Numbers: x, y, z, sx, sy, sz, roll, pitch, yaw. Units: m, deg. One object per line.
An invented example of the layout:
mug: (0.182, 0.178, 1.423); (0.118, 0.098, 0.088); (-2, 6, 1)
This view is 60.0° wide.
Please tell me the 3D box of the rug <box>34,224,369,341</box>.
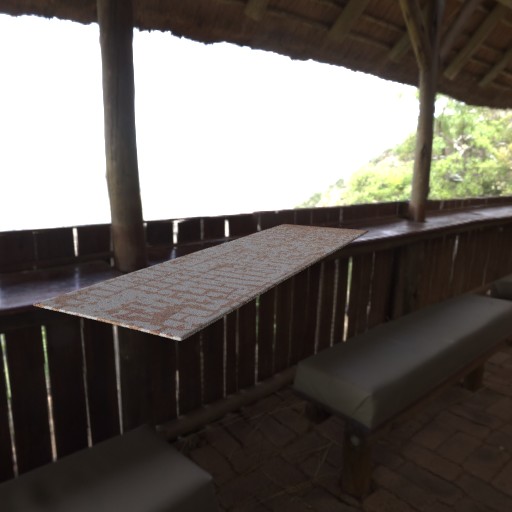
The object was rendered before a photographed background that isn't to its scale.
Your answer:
rug: (0.000, 0.000, 2.673); (0.750, 0.011, 2.435); (7, 14, 27)
